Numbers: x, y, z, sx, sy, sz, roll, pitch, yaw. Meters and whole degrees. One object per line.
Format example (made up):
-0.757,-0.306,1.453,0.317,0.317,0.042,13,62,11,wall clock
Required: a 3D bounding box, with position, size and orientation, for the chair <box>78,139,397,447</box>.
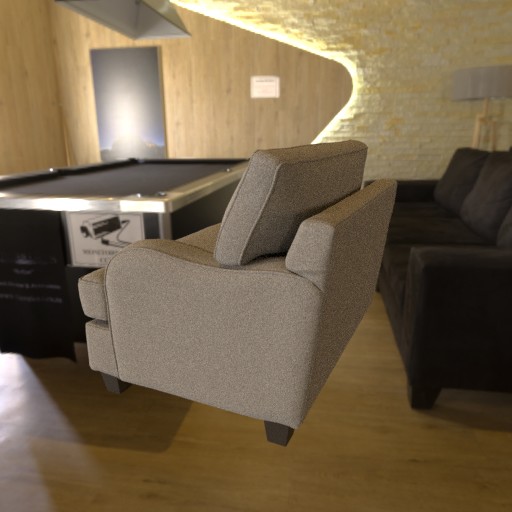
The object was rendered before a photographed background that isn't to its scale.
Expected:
0.000,0.000,2.034,1.040,1.016,1.220,8,18,24,chair
